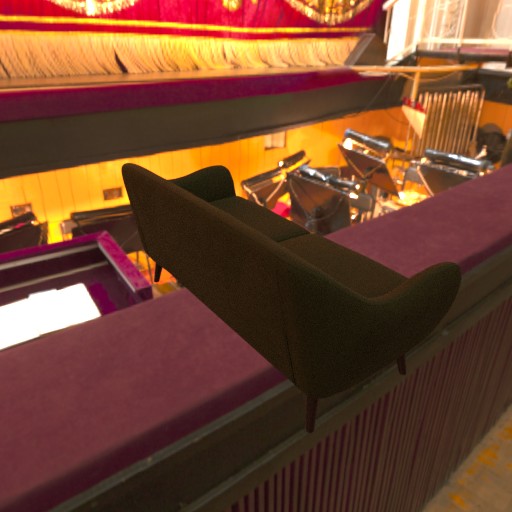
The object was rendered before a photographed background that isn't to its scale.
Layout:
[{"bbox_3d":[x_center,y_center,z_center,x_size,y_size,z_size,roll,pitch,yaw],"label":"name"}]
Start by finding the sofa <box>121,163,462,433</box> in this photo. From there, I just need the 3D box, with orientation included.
[{"bbox_3d":[0.000,0.000,2.332,0.820,0.836,1.840,-18,32,-31],"label":"sofa"}]
